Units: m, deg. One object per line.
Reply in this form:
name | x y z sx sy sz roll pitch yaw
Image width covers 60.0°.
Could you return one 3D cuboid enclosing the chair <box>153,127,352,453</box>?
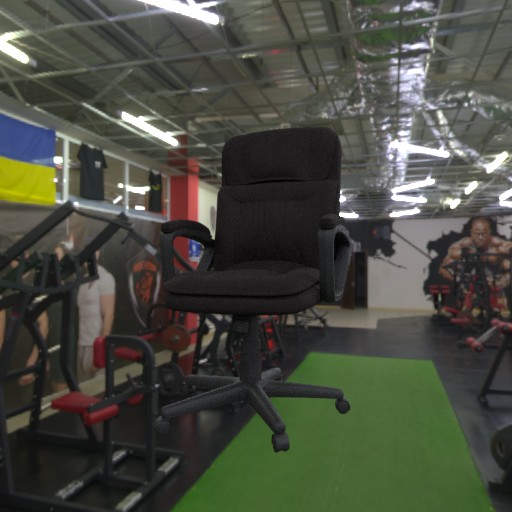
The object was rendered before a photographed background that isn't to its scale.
chair | 0.000 0.000 1.621 0.667 1.105 0.724 0 -1 19
